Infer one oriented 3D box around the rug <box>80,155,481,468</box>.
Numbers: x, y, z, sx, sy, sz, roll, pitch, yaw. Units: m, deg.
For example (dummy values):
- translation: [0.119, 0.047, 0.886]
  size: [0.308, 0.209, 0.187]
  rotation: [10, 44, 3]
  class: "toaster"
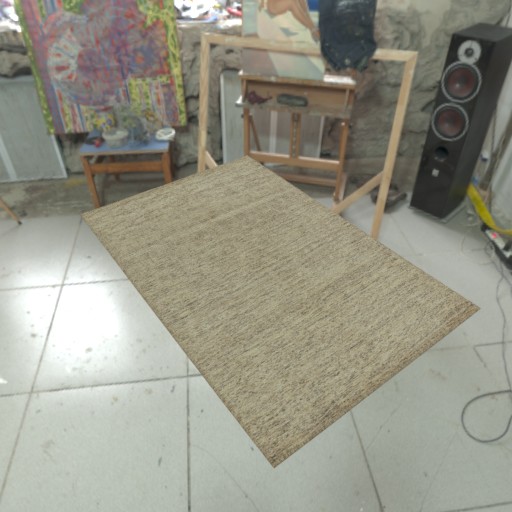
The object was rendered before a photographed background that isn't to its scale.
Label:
- translation: [0.000, 0.000, 2.311]
  size: [1.211, 0.018, 1.822]
  rotation: [-26, 47, -27]
  class: "rug"
